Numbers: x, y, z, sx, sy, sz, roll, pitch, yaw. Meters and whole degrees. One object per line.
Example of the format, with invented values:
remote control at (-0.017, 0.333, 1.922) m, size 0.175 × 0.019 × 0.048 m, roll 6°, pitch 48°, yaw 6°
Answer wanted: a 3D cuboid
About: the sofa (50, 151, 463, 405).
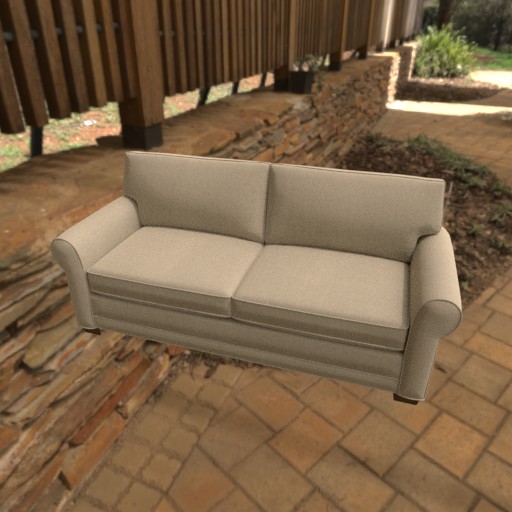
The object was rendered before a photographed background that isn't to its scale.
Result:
sofa at (0.000, 0.000, 2.599) m, size 2.146 × 0.962 × 0.901 m, roll 9°, pitch 30°, yaw 15°
